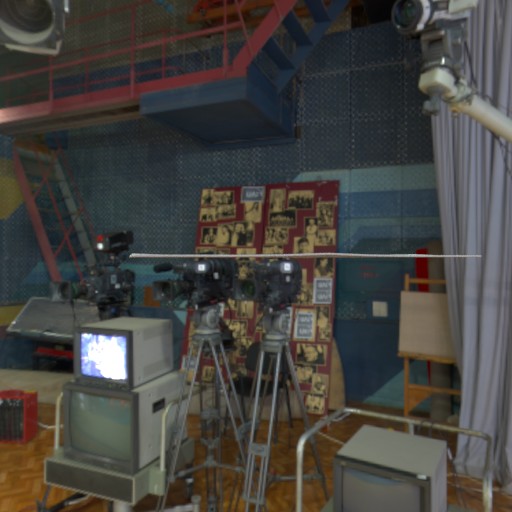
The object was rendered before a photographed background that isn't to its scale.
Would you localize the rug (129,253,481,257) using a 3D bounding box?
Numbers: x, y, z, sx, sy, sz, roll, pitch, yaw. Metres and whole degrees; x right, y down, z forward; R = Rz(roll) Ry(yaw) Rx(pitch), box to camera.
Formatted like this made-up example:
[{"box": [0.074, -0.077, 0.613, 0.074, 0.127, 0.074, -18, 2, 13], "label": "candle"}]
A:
[{"box": [0.000, 0.000, 4.461, 2.428, 0.027, 3.333, 0, 0, -16], "label": "rug"}]
